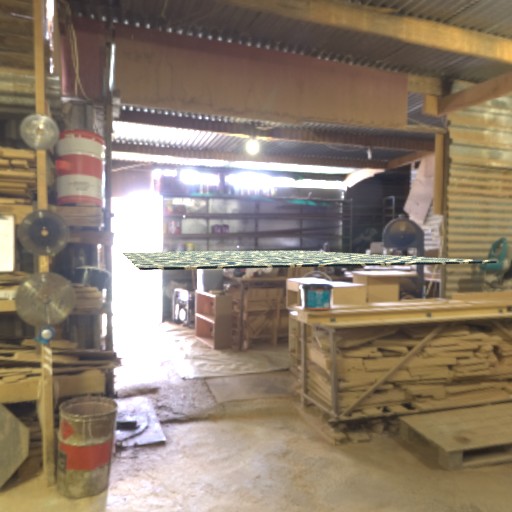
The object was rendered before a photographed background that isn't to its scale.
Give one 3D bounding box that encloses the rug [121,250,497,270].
[{"bbox_3d":[0.000,0.000,2.711,1.524,0.010,2.134,-1,2,-18],"label":"rug"}]
